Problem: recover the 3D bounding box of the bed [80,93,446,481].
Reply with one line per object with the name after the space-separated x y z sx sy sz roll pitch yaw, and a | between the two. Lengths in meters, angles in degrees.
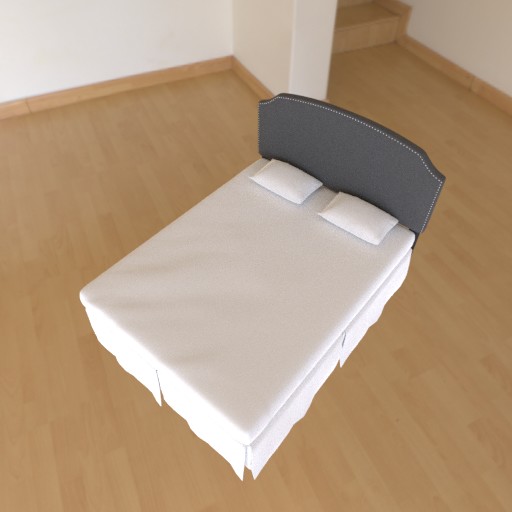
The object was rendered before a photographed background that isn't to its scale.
0.000 0.000 2.981 1.558 1.270 1.999 32 56 25 | bed
